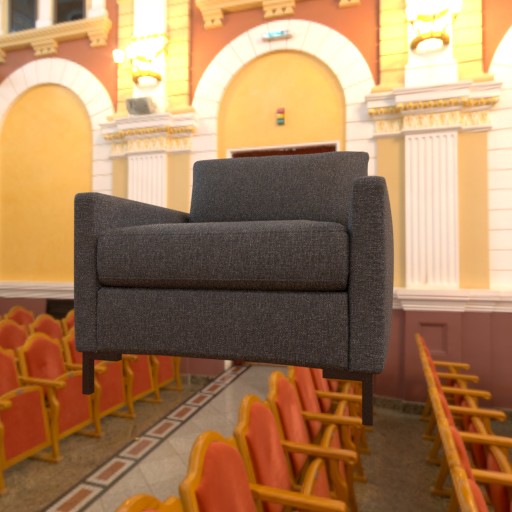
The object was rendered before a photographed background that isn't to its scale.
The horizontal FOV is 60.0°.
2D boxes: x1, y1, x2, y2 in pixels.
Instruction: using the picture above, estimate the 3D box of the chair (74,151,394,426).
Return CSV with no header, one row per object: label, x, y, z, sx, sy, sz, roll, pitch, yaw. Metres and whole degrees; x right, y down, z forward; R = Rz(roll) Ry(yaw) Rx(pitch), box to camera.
chair,0.000,0.000,1.625,0.963,0.861,0.866,0,-1,18
